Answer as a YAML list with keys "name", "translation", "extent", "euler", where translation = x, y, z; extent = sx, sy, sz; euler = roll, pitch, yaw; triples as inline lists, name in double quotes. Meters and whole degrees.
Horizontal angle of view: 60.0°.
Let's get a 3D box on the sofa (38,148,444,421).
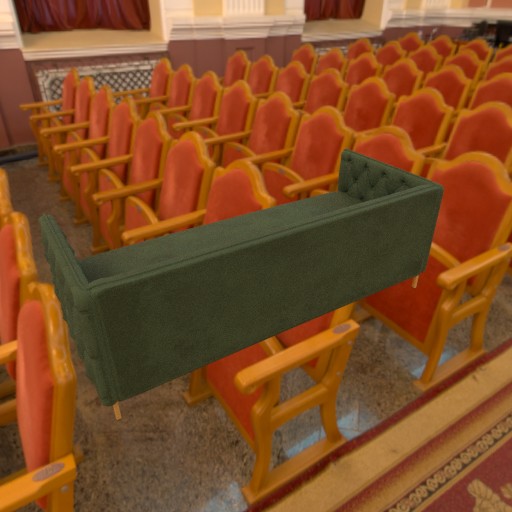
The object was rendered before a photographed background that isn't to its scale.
- name: "sofa"
  translation: [0.000, 0.000, 2.683]
  extent: [2.209, 0.771, 0.895]
  euler: [-18, 35, -27]
